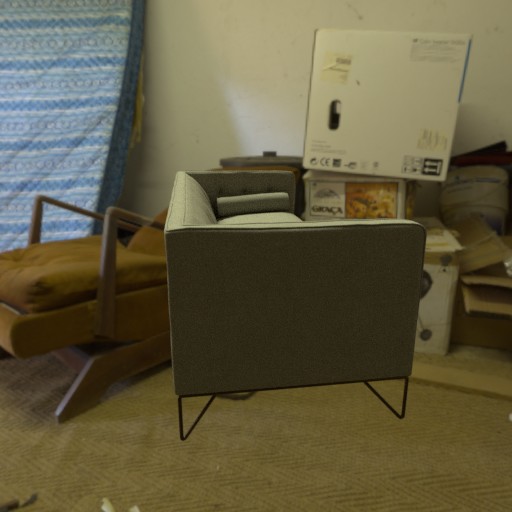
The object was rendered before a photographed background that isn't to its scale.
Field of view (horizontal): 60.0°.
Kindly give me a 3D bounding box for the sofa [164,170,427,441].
[{"bbox_3d":[0.000,0.000,2.540,0.912,0.798,2.079,-2,16,-8],"label":"sofa"}]
